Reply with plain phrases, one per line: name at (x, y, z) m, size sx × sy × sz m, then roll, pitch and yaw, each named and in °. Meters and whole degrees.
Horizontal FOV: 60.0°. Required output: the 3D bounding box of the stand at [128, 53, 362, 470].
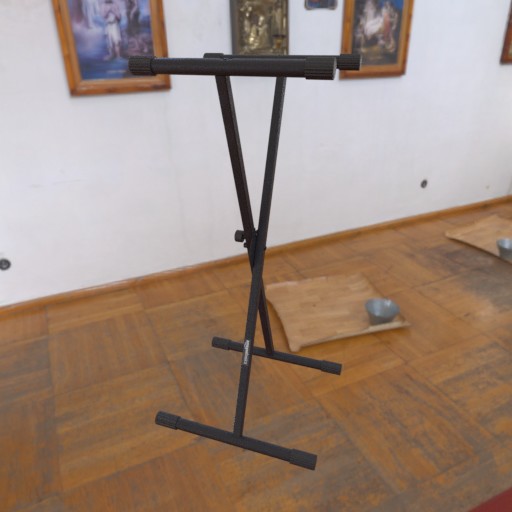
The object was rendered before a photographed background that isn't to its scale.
stand at (0.000, 0.000, 1.136) m, size 0.449 × 0.940 × 0.409 m, roll 9°, pitch 27°, yaw 18°
